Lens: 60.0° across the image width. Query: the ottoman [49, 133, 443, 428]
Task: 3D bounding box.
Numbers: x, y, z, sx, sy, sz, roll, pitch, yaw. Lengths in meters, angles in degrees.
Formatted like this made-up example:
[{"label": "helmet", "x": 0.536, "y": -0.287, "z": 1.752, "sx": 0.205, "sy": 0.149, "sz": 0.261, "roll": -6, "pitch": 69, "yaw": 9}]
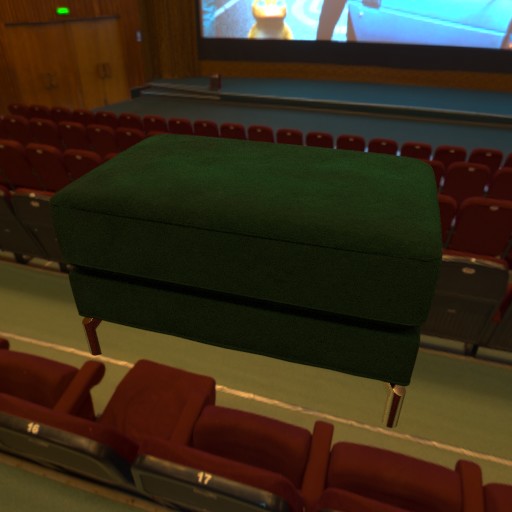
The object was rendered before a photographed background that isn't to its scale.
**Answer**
[{"label": "ottoman", "x": 0.000, "y": 0.000, "z": 1.243, "sx": 0.886, "sy": 0.533, "sz": 0.536, "roll": 9, "pitch": 34, "yaw": 14}]
